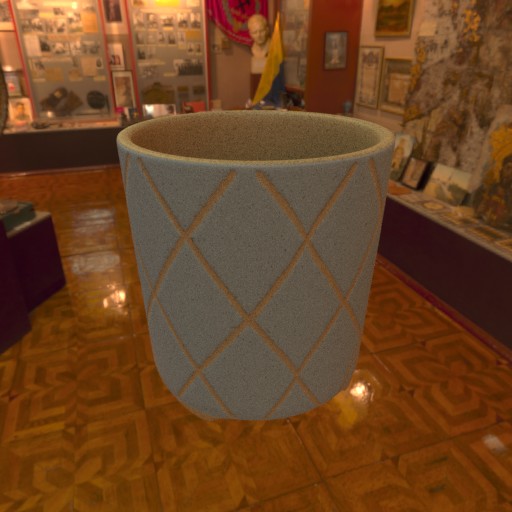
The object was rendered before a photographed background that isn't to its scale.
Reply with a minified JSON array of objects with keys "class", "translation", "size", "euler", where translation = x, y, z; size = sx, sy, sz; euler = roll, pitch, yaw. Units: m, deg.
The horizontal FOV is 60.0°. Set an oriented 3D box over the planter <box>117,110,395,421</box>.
[{"class":"planter","translation":[0.000,0.000,0.358],"size":[0.191,0.200,0.191],"euler":[0,26,0]}]
